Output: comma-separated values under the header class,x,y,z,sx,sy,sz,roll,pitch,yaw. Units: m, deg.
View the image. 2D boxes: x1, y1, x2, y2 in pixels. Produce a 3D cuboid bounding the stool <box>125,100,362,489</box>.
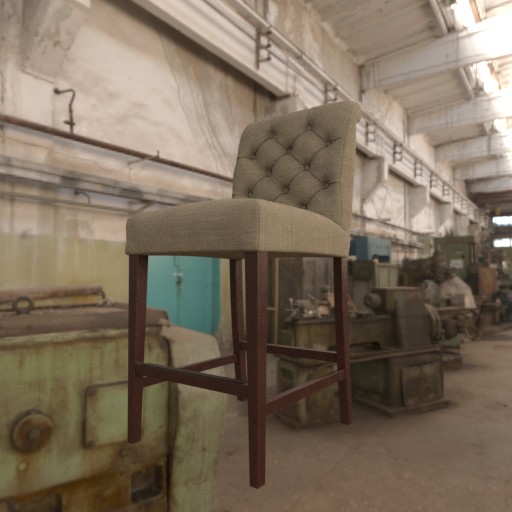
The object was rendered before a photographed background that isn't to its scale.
class,x,y,z,sx,sy,sz,roll,pitch,yaw
stool,0.000,0.000,1.413,0.486,1.084,0.660,-1,-2,36
